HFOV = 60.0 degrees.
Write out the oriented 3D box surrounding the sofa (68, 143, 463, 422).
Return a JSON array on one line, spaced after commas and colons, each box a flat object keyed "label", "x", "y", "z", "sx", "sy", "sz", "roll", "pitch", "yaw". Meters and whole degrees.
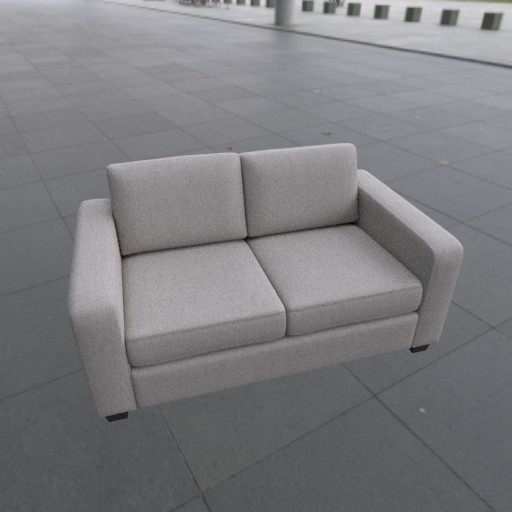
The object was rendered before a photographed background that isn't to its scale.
[{"label": "sofa", "x": 0.000, "y": 0.000, "z": 2.053, "sx": 1.540, "sy": 0.800, "sz": 0.900, "roll": -9, "pitch": 33, "yaw": -14}]
